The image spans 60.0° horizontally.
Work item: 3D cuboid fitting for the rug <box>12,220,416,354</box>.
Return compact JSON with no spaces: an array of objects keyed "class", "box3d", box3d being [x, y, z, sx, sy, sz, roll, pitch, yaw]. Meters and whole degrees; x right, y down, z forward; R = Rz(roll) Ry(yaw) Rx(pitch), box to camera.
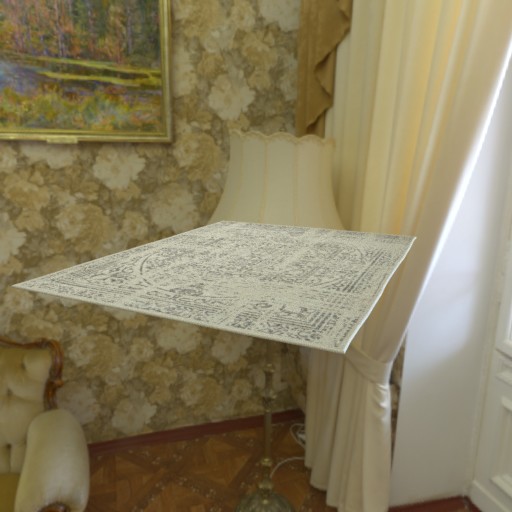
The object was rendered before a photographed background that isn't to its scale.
[{"class":"rug","box3d":[0.000,0.000,3.804,2.311,0.032,2.921,7,16,25]}]
